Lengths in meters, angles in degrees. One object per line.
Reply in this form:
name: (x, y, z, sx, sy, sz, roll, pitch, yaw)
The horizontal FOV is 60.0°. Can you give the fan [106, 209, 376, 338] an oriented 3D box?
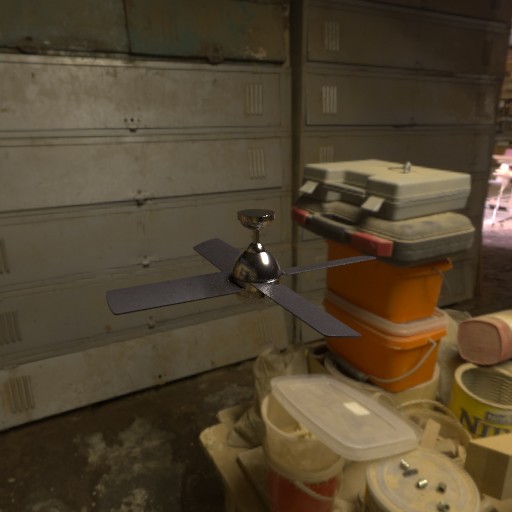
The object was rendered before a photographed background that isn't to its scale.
fan: (0.000, 0.000, 2.027, 1.332, 0.403, 1.332, -9, 19, -26)
